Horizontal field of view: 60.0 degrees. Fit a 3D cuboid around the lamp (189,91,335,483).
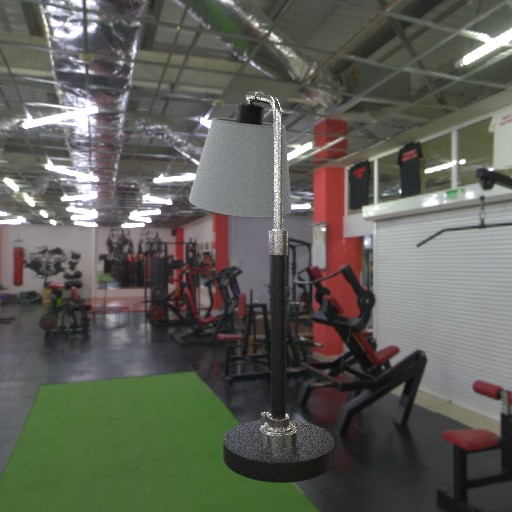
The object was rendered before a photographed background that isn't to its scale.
[{"bbox_3d":[0.000,0.000,0.693,0.181,0.539,0.348,0,-1,-18],"label":"lamp"}]
